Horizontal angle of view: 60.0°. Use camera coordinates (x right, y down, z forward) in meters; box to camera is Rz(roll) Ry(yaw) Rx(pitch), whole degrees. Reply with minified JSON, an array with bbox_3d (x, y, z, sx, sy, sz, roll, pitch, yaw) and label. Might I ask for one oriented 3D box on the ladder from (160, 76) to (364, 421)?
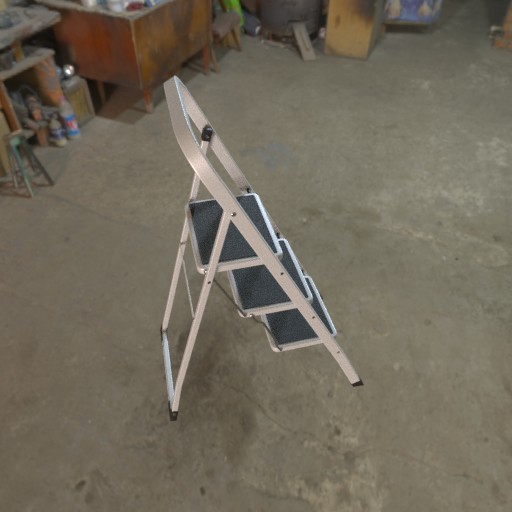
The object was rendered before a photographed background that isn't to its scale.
[{"bbox_3d":[0.000,0.000,1.385,0.711,1.050,0.460,-9,44,-10],"label":"ladder"}]
